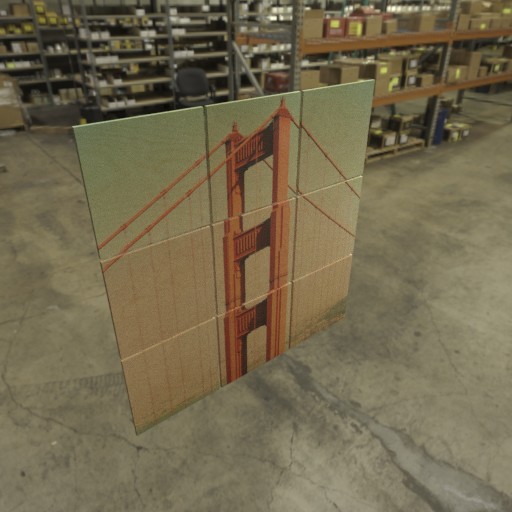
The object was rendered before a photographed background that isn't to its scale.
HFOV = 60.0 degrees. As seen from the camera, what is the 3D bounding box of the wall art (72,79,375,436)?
[{"bbox_3d":[0.000,0.000,1.784,1.214,1.219,0.013,-22,37,-32],"label":"wall art"}]
